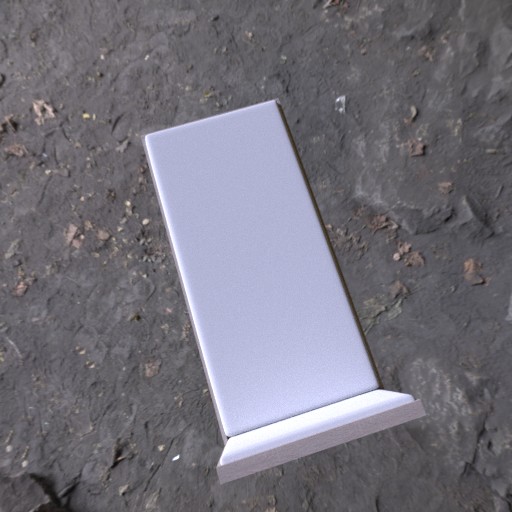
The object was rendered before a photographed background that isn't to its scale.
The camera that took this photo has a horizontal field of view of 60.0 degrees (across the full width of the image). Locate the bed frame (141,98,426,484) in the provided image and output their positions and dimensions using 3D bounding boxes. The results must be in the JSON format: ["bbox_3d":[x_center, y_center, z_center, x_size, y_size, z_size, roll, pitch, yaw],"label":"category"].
[{"bbox_3d":[0.000,0.000,2.710,0.990,0.920,2.140,-17,76,-4],"label":"bed frame"}]
